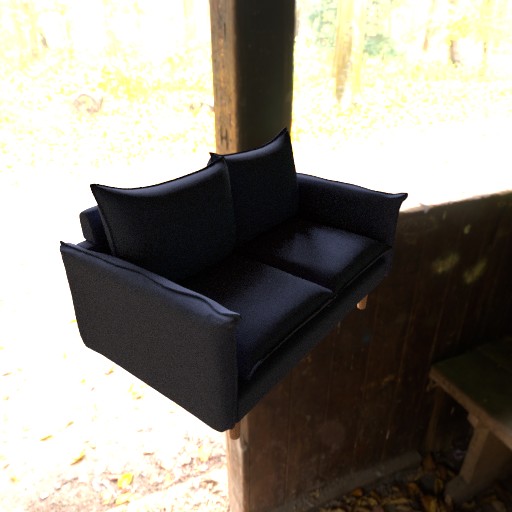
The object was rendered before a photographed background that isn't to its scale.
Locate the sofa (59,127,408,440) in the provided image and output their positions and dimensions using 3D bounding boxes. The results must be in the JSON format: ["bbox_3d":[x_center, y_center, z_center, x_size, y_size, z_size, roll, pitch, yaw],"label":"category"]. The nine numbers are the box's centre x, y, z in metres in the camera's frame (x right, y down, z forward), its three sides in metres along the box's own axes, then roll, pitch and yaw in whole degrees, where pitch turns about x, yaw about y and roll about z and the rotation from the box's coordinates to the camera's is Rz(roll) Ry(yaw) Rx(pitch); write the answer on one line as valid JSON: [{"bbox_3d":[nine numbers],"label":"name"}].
[{"bbox_3d":[0.000,0.000,1.895,0.820,0.840,1.300,19,33,33],"label":"sofa"}]
